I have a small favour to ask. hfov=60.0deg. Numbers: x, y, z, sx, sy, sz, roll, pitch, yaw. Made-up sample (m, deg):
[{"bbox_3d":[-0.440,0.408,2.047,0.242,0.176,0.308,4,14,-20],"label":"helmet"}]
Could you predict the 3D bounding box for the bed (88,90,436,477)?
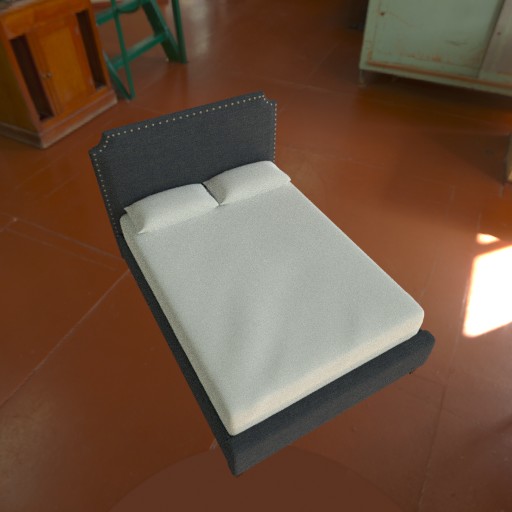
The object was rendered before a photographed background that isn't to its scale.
[{"bbox_3d":[0.000,0.000,3.472,1.713,1.443,2.372,-22,49,-20],"label":"bed"}]
